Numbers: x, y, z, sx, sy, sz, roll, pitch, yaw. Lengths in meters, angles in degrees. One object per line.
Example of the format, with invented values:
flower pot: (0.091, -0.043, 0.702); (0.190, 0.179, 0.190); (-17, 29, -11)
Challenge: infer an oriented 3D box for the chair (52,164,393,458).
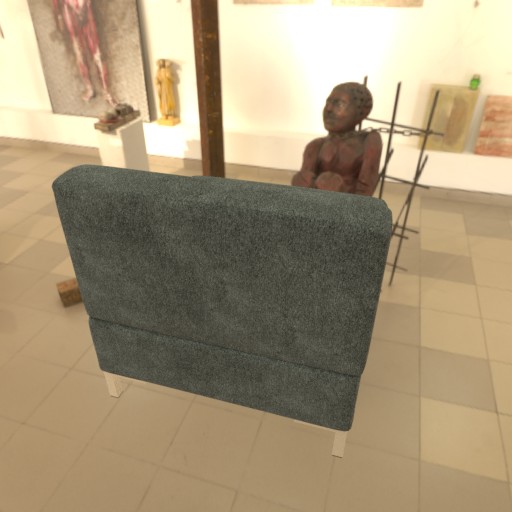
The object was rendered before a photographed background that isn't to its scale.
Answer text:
chair: (0.000, 0.000, 1.239); (0.680, 0.660, 0.680); (9, 35, 14)
